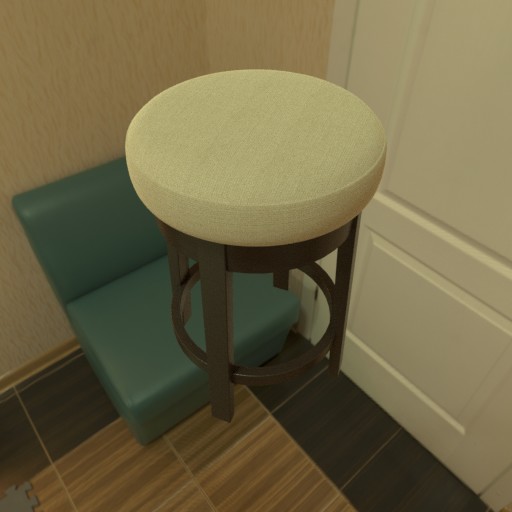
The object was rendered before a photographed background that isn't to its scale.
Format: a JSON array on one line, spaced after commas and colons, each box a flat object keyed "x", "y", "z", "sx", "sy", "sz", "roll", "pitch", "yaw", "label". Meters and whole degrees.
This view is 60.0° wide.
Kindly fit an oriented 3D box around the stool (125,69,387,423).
[{"x": 0.000, "y": 0.000, "z": 0.939, "sx": 0.449, "sy": 0.655, "sz": 0.449, "roll": 0, "pitch": 45, "yaw": 0, "label": "stool"}]
